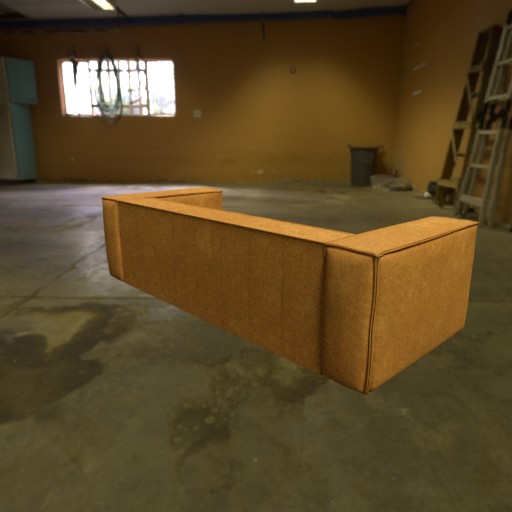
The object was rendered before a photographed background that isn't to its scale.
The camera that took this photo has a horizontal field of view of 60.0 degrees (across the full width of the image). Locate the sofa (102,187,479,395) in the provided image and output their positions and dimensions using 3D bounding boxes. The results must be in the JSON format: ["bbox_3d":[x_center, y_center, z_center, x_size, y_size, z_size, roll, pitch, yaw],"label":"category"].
[{"bbox_3d":[0.000,0.000,3.098,1.102,0.701,2.581,-14,20,-42],"label":"sofa"}]
